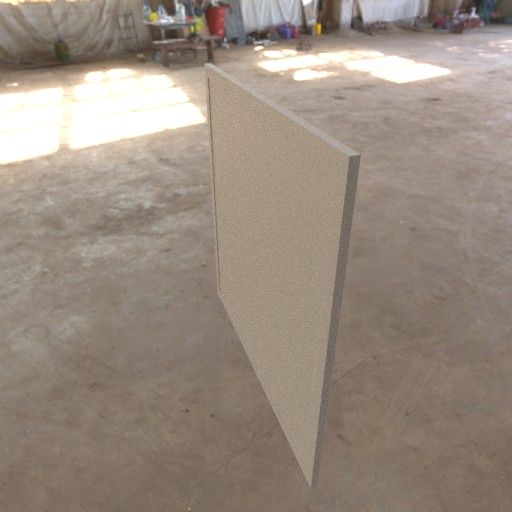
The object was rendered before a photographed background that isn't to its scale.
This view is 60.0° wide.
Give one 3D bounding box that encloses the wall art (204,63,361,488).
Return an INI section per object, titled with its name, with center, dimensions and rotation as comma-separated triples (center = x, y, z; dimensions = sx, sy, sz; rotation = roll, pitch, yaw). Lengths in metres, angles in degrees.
[wall art]
center = 0.000, 0.000, 0.938
dimensions = 0.015, 0.660, 0.660
rotation = -11, 34, -17
